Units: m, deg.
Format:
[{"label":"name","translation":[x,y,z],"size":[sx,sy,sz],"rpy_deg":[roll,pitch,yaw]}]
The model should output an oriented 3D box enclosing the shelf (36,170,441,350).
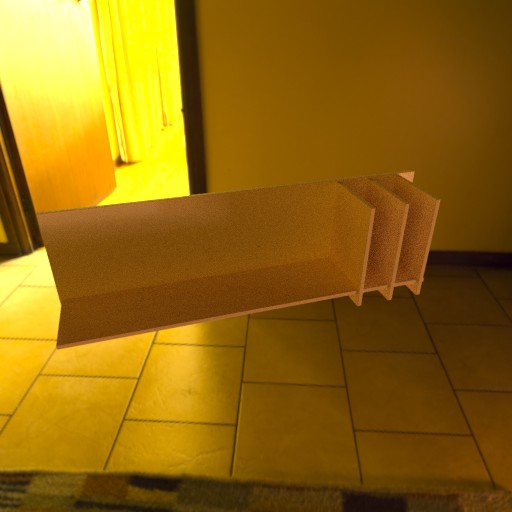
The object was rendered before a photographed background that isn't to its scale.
[{"label":"shelf","translation":[0.000,0.000,1.165],"size":[1.020,0.300,0.200],"rpy_deg":[-9,31,-15]}]
